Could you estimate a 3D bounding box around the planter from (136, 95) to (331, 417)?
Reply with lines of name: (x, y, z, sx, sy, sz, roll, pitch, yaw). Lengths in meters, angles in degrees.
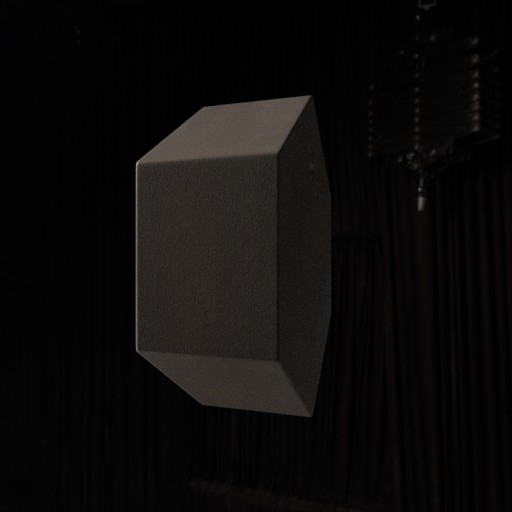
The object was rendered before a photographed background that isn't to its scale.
planter: (0.000, 0.000, 0.297, 0.077, 0.206, 0.169, 0, 0, 18)
